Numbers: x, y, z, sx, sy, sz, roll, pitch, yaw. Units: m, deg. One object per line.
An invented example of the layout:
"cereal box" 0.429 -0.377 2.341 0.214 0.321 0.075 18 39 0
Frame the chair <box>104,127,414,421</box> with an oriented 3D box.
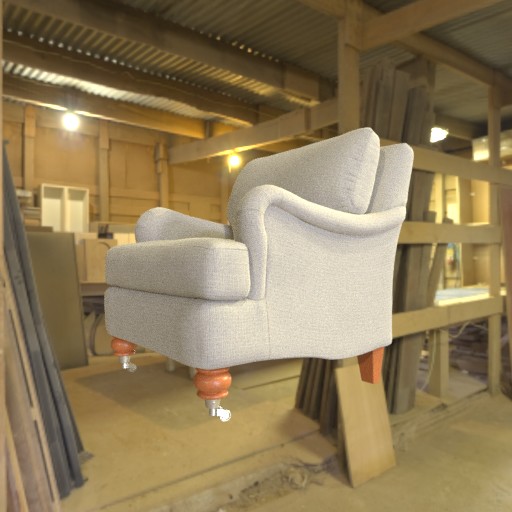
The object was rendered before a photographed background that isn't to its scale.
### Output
"chair" 0.000 0.000 1.933 1.070 1.038 0.955 0 0 -37
